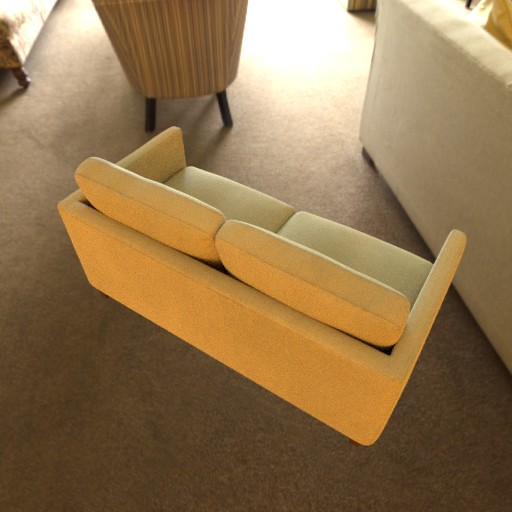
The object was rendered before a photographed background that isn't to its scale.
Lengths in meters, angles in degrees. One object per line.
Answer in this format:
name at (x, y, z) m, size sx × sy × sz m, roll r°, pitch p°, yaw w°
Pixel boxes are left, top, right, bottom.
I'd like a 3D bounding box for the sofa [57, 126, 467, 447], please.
sofa at (0.000, 0.000, 2.358) m, size 1.846 × 0.940 × 0.950 m, roll 25°, pitch 51°, yaw 22°
